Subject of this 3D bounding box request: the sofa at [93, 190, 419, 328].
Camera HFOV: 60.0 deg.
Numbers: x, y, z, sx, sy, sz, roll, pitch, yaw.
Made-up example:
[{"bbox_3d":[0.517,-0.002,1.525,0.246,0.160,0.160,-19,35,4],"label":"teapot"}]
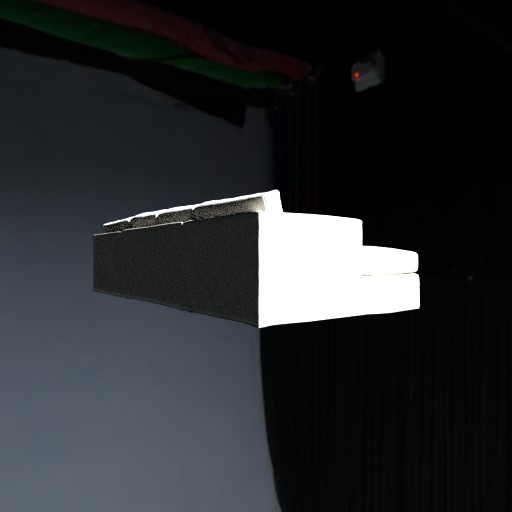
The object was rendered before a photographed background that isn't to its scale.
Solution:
[{"bbox_3d":[0.000,0.000,4.697,2.448,0.882,3.464,0,0,-36],"label":"sofa"}]
